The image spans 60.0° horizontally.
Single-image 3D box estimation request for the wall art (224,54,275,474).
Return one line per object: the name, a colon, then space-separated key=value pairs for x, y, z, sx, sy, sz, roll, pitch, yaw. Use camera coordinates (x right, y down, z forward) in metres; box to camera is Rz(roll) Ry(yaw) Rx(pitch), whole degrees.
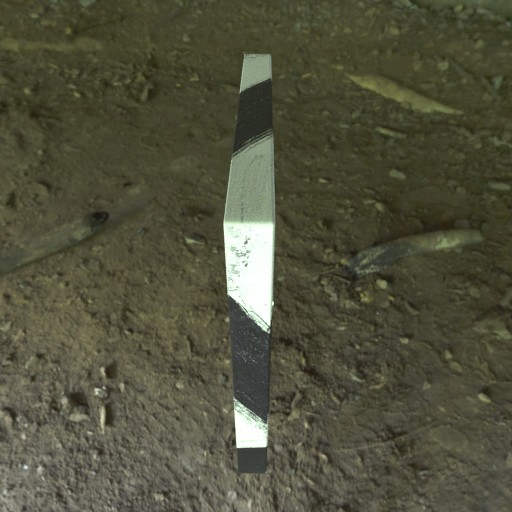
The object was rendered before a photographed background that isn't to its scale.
wall art: x=0.000 y=0.000 z=0.752 sx=0.050 sy=0.508 sz=0.507 roll=1 pitch=40 yaw=1
